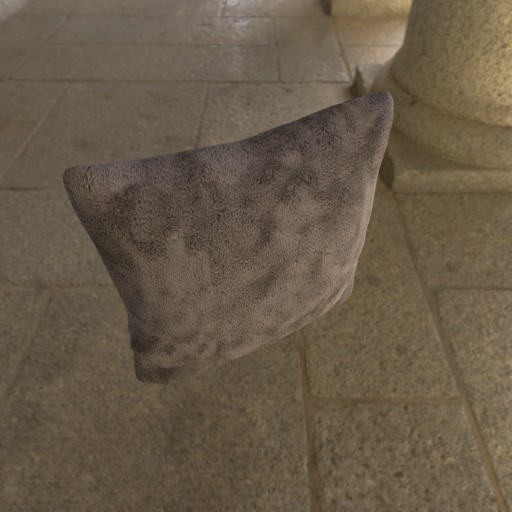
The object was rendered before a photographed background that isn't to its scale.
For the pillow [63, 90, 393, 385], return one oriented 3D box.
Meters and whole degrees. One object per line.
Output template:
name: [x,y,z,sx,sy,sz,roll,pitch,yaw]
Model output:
pillow: [0.000,0.000,0.792,0.522,0.520,0.204,-21,49,-20]
